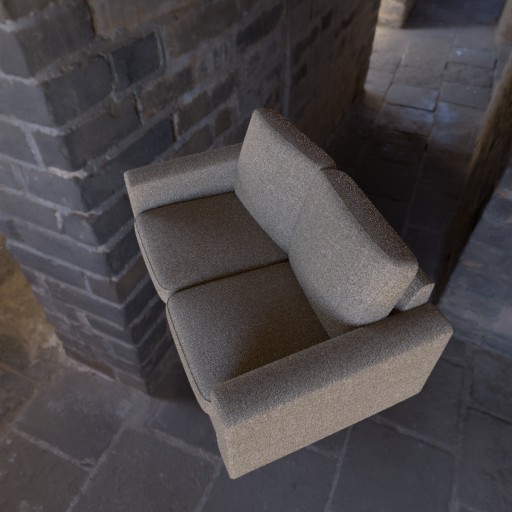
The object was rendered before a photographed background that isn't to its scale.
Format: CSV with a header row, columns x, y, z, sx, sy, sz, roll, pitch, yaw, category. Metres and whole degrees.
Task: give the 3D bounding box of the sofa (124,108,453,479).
x,y,z,sx,sy,sz,roll,pitch,yaw,category
0.000,0.000,2.209,1.016,0.873,1.616,-18,49,-16,sofa
